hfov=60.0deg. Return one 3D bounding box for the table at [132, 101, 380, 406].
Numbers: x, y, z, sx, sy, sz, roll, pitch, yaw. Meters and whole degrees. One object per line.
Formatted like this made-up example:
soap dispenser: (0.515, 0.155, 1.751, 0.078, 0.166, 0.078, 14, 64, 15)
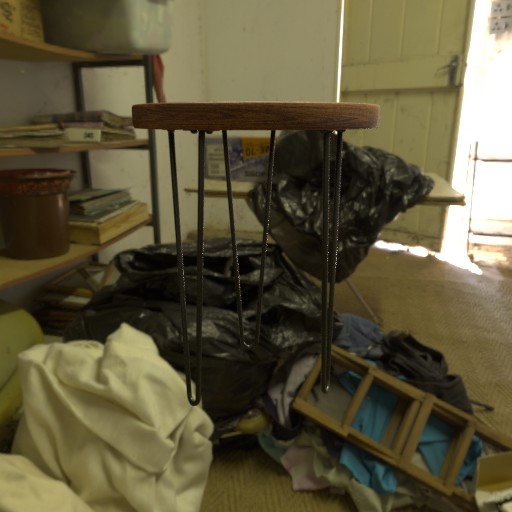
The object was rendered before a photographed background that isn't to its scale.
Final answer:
table: (0.000, 0.000, 0.811, 0.400, 0.520, 0.400, 0, 17, 0)
